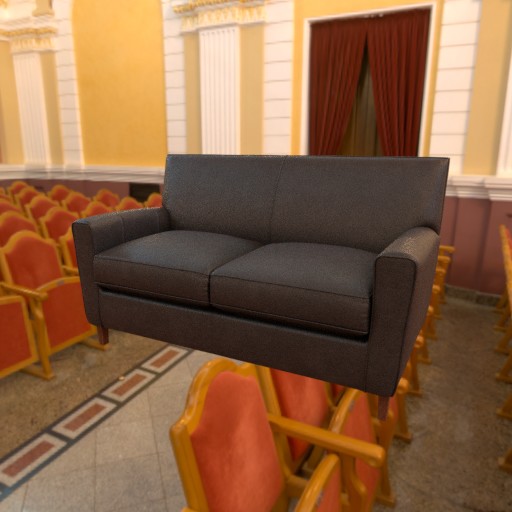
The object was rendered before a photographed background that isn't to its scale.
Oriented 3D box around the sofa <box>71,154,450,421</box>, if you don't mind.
[{"bbox_3d":[0.000,0.000,1.990,1.473,0.871,0.787,7,16,26],"label":"sofa"}]
